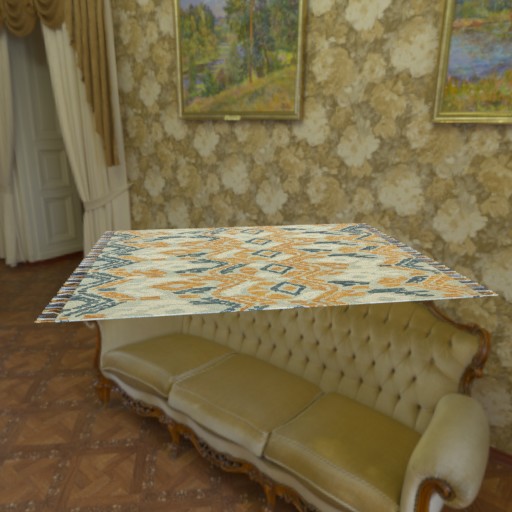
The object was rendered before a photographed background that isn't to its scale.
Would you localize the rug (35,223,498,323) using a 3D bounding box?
[{"bbox_3d":[0.000,0.000,4.010,3.048,0.010,2.439,-2,16,-8],"label":"rug"}]
